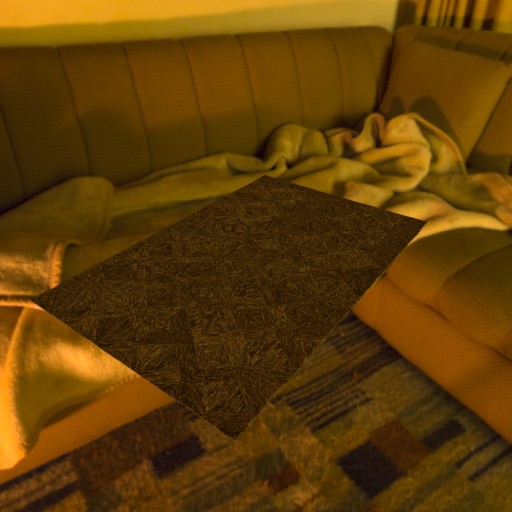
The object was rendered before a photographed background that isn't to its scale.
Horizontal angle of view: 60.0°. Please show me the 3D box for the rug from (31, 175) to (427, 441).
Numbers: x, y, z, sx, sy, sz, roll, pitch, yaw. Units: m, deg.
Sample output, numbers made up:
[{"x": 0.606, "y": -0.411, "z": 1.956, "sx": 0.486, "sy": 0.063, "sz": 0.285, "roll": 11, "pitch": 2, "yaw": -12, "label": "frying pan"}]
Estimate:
[{"x": 0.000, "y": 0.000, "z": 2.302, "sx": 1.189, "sy": 0.011, "sz": 1.808, "roll": 22, "pitch": 39, "yaw": 30, "label": "rug"}]
